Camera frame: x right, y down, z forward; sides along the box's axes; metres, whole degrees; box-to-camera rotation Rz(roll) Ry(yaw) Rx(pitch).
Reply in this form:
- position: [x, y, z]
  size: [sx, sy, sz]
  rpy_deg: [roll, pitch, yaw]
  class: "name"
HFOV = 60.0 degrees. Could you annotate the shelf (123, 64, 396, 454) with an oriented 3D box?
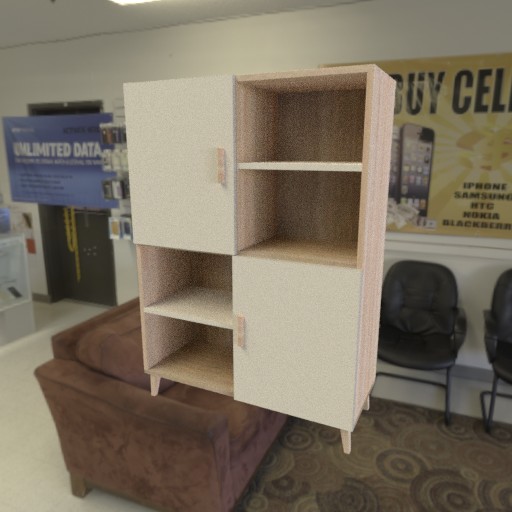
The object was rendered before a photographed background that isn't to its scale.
- position: [0.000, 0.000, 1.903]
  size: [0.995, 1.405, 0.434]
  rpy_deg: [7, 15, 25]
  class: "shelf"
